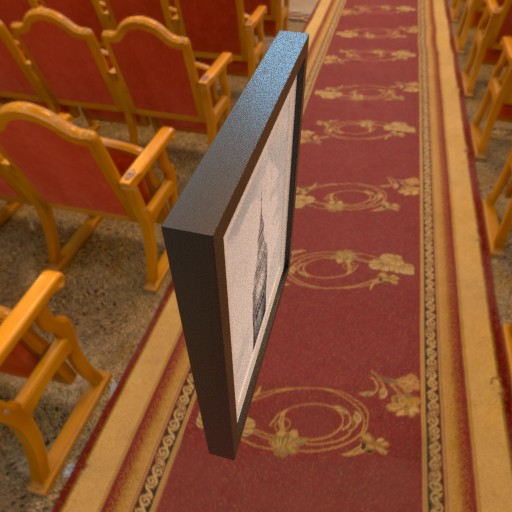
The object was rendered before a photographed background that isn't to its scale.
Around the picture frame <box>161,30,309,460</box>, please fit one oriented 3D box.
[{"bbox_3d":[0.000,0.000,0.513,0.034,0.378,0.328,11,47,10],"label":"picture frame"}]
